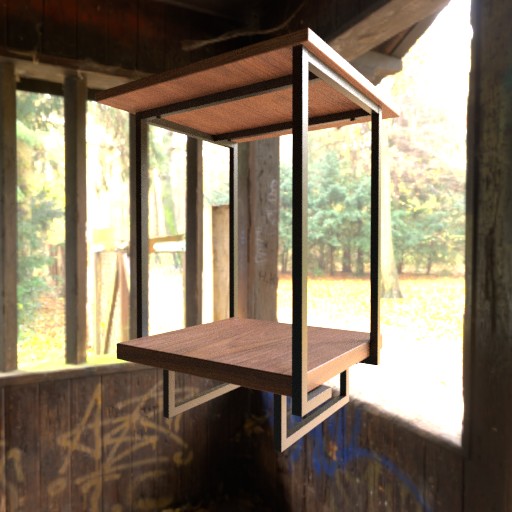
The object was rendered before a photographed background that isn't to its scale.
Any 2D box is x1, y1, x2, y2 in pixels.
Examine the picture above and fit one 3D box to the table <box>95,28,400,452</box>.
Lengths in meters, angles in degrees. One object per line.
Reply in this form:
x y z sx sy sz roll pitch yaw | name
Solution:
0.000 0.000 0.816 0.411 0.567 0.384 1 2 34 | table
